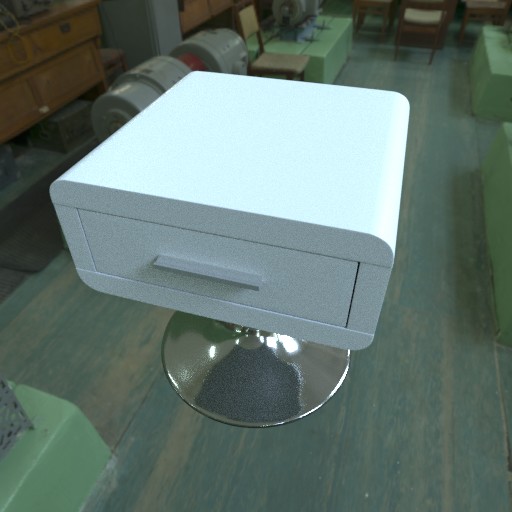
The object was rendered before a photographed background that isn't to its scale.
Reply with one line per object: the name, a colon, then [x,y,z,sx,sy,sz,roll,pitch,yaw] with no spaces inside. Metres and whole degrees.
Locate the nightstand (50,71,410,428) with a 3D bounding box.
nightstand: [0.000,0.000,0.744,0.399,0.447,0.404,11,42,13]
